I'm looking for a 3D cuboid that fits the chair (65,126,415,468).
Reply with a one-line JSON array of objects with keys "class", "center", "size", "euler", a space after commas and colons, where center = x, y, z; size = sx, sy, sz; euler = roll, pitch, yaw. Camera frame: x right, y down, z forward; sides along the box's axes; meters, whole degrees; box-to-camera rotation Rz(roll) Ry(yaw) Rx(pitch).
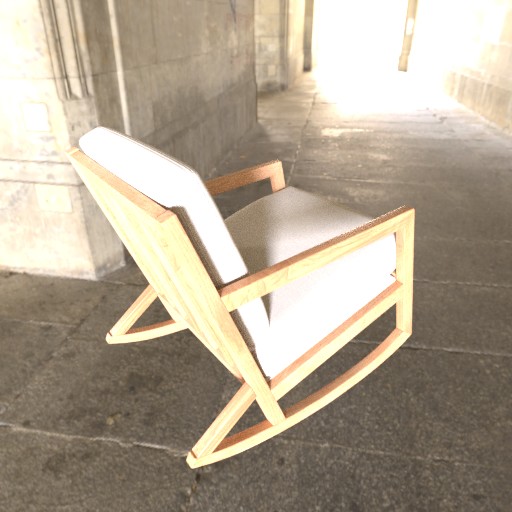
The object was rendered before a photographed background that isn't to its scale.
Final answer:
[{"class": "chair", "center": [0.000, 0.000, 1.372], "size": [0.857, 0.790, 0.622], "euler": [-18, 33, -31]}]
